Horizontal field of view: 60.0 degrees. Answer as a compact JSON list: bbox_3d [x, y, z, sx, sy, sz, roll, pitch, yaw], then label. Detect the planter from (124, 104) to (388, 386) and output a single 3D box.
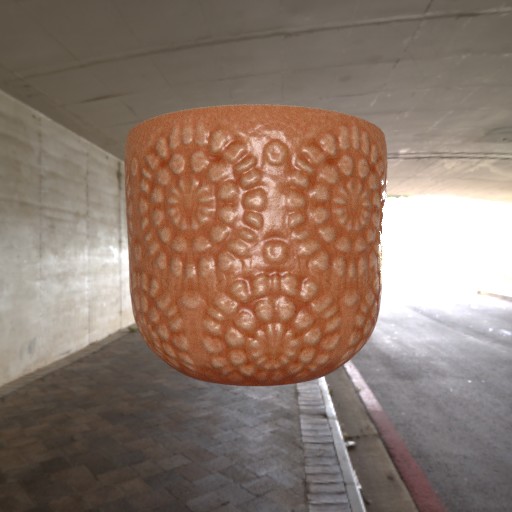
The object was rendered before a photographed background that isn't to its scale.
[{"bbox_3d":[0.000,0.000,0.218,0.124,0.109,0.124,0,0,0],"label":"planter"}]
